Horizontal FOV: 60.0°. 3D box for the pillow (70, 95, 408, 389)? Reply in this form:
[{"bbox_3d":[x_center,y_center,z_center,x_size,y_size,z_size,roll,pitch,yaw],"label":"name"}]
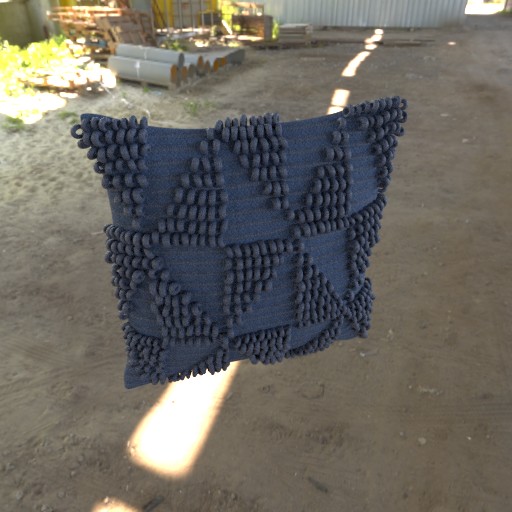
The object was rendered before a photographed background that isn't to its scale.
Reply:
[{"bbox_3d":[0.000,0.000,0.703,0.469,0.466,0.172,-9,32,-15],"label":"pillow"}]
